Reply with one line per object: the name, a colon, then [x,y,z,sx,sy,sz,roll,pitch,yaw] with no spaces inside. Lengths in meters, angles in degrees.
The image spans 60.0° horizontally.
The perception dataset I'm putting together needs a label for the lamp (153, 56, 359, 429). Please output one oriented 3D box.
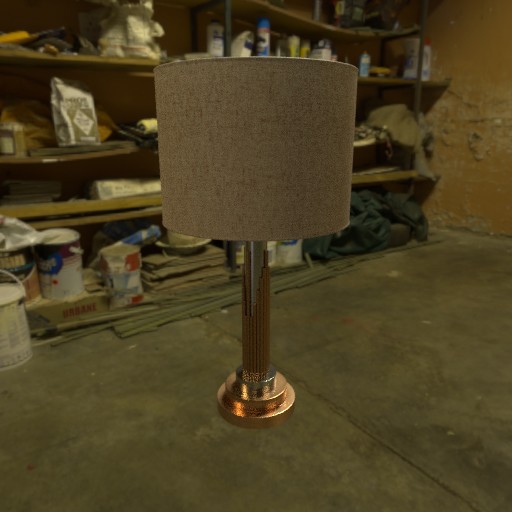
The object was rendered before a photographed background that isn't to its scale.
lamp: [0.000,0.000,0.793,0.321,0.610,0.321,3,16,10]
